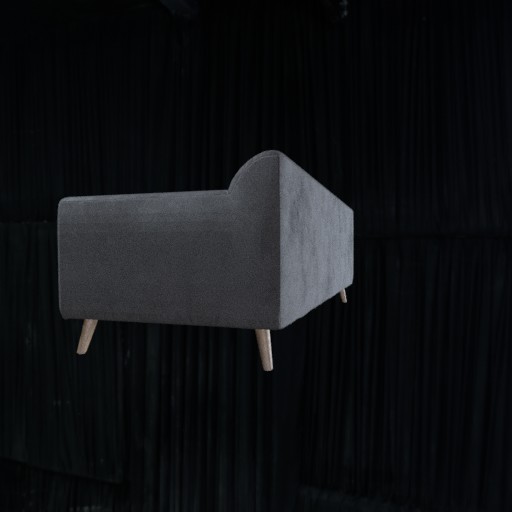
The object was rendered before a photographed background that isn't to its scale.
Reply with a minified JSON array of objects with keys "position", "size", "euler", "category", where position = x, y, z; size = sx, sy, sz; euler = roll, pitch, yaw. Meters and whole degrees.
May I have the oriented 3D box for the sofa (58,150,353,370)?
[{"position":[0.000,0.000,2.589],"size":[0.900,0.740,2.190],"euler":[0,1,18],"category":"sofa"}]
